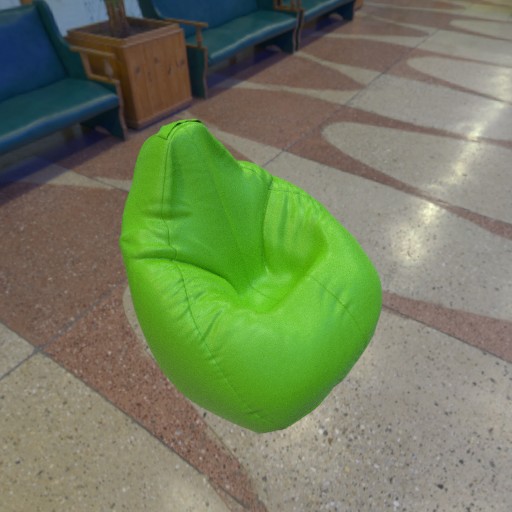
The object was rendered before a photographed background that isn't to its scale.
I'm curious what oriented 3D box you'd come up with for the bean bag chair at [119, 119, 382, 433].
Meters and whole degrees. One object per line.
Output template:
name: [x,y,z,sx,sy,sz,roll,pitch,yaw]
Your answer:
bean bag chair: [0.000,0.000,1.871,1.070,0.990,1.070,25,46,26]
